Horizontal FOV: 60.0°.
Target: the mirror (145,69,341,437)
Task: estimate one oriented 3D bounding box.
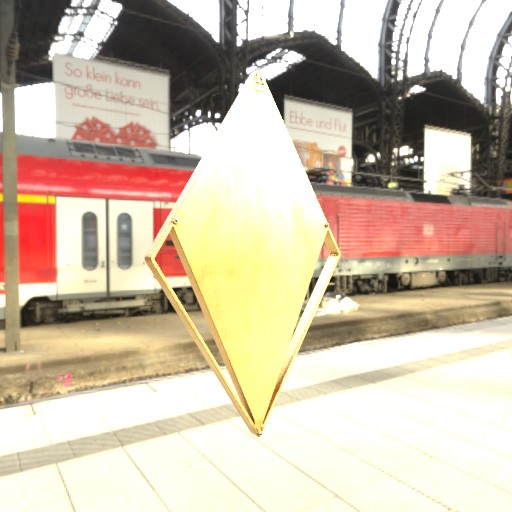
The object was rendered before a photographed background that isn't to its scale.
[{"bbox_3d":[0.000,0.000,0.826,0.419,0.679,0.032,-1,2,-35],"label":"mirror"}]
